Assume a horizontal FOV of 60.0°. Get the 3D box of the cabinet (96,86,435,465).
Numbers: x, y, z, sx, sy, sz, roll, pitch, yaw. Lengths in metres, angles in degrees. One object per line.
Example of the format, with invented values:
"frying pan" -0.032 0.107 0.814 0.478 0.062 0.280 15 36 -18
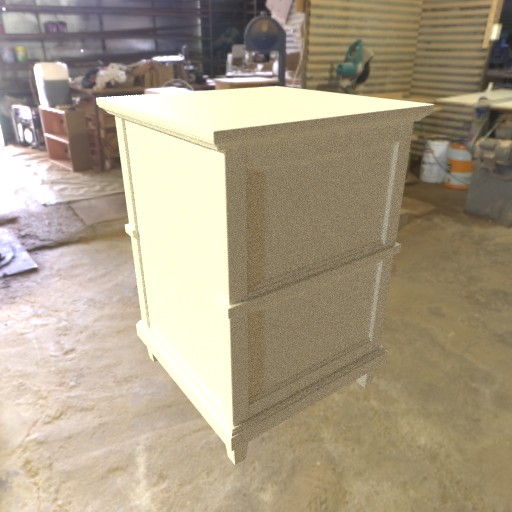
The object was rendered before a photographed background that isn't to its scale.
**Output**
"cabinet" 0.000 0.000 1.165 0.547 0.775 0.544 -17 31 -32
